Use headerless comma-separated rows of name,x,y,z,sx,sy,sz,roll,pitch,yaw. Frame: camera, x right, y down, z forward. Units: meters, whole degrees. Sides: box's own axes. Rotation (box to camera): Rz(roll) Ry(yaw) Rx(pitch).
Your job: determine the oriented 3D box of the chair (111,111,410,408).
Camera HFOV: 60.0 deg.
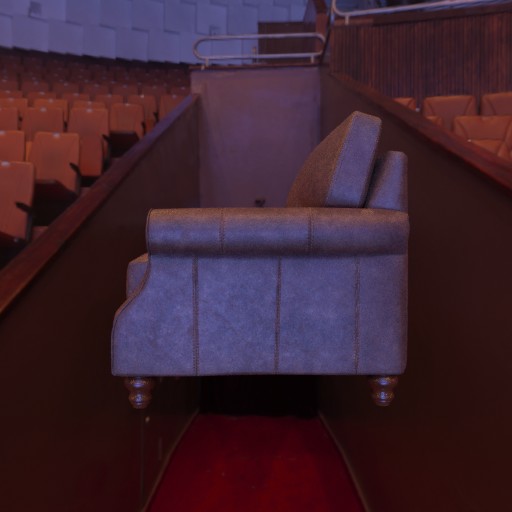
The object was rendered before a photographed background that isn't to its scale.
chair,0.000,0.000,1.812,1.002,0.976,0.996,0,1,-1
